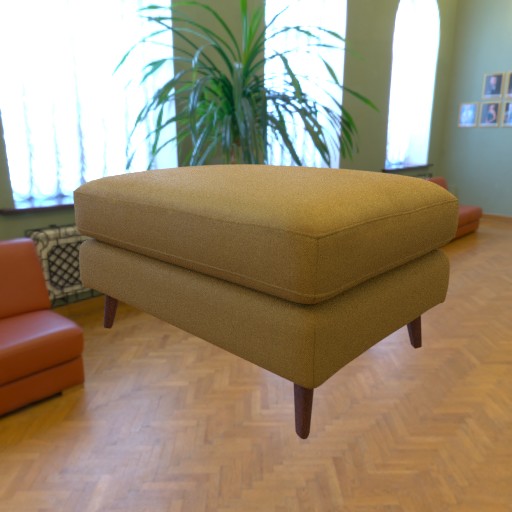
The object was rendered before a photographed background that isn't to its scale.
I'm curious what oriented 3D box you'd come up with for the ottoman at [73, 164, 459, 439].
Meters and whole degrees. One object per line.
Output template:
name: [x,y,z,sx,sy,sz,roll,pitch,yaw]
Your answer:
ottoman: [0.000,0.000,1.136,0.811,0.449,0.608,14,20,41]
